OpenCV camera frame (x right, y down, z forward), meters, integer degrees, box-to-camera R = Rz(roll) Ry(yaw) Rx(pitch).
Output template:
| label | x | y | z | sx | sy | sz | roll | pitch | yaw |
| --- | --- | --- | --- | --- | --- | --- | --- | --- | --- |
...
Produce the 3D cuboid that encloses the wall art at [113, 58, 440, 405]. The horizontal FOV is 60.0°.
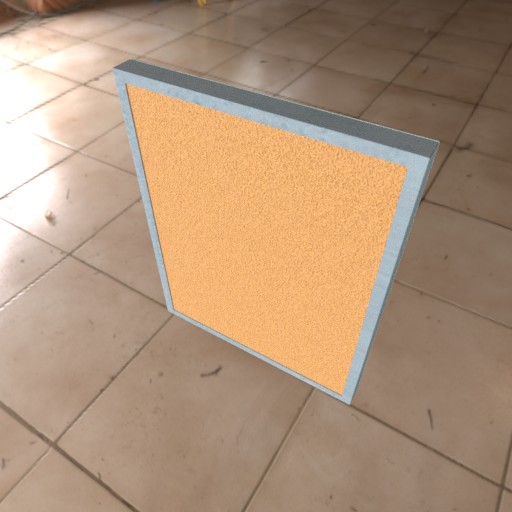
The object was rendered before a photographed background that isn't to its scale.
| label | x | y | z | sx | sy | sz | roll | pitch | yaw |
| --- | --- | --- | --- | --- | --- | --- | --- | --- | --- |
| wall art | 0.000 | 0.000 | 0.689 | 0.409 | 0.509 | 0.037 | 23 | 50 | 21 |
